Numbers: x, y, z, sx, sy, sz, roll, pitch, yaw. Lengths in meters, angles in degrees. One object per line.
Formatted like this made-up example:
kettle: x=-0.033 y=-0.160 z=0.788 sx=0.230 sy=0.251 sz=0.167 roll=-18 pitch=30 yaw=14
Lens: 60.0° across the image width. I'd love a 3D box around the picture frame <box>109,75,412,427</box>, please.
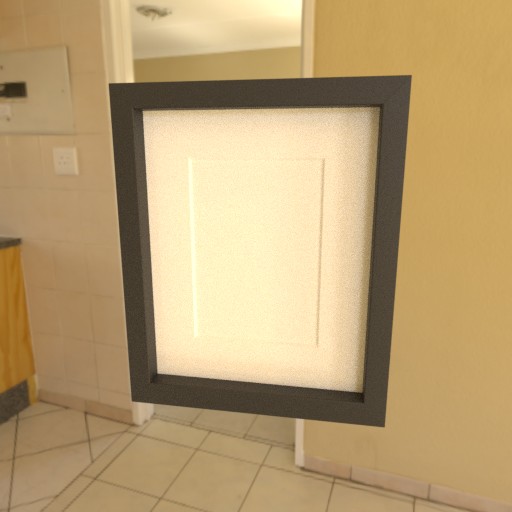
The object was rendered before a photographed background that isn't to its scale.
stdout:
picture frame: x=0.000 y=0.000 z=0.387 sx=0.232 sy=0.284 sz=0.042 roll=2 pitch=14 yaw=10
